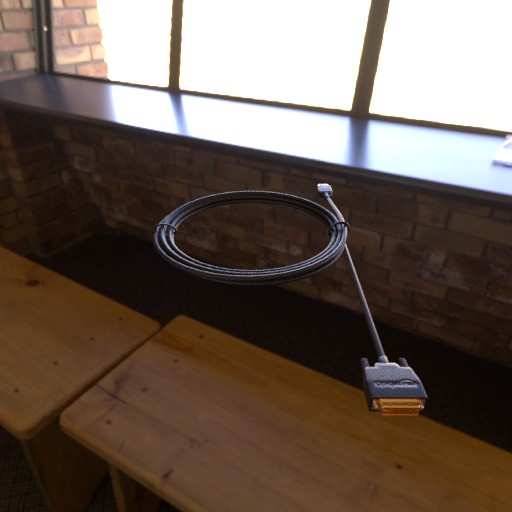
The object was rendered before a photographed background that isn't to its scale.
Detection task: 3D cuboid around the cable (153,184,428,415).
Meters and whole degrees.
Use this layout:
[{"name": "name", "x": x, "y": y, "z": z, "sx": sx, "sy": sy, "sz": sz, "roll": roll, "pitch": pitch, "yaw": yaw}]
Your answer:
[{"name": "cable", "x": 0.000, "y": 0.000, "z": 0.504, "sx": 0.257, "sy": 0.030, "sz": 0.422, "roll": 0, "pitch": 31, "yaw": 0}]
